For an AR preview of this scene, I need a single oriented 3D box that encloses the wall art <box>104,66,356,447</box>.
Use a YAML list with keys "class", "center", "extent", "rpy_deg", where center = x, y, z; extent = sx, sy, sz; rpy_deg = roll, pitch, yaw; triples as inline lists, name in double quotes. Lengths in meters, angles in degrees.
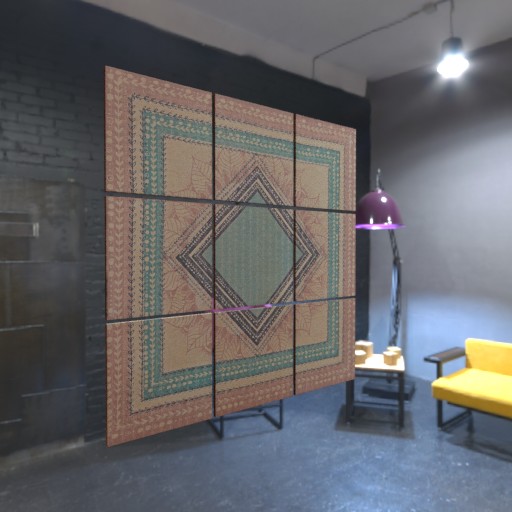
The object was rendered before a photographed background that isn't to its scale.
- class: "wall art"
  center: [0.000, 0.000, 1.786]
  extent: [1.215, 1.213, 0.013]
  rpy_deg: [-1, 1, -38]
